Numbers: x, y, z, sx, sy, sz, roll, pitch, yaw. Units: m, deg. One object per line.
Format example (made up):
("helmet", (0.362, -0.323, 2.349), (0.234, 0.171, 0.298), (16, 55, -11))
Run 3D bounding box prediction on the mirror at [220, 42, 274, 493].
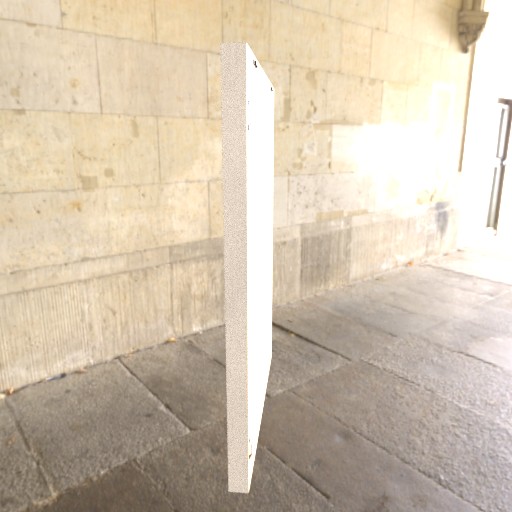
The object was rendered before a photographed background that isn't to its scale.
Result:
("mirror", (0.000, 0.000, 0.917), (0.040, 0.710, 0.507), (2, 14, 6))
